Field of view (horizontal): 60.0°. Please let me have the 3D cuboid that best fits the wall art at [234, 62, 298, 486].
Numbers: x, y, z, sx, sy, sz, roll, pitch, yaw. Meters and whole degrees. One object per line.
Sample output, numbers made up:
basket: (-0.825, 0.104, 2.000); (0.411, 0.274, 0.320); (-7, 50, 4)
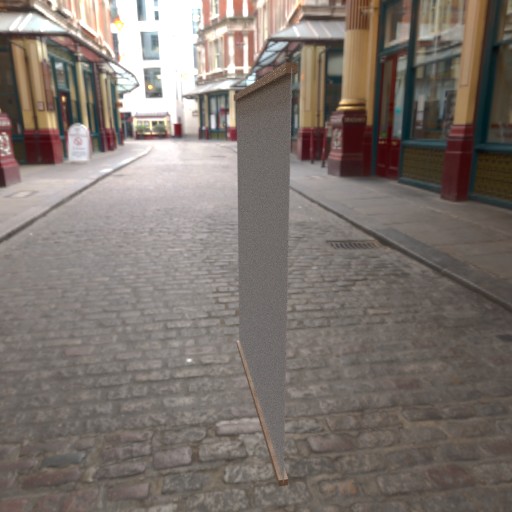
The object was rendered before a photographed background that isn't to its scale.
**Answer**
wall art: (0.000, 0.000, 0.698); (0.012, 0.508, 0.405); (-3, 16, -10)
